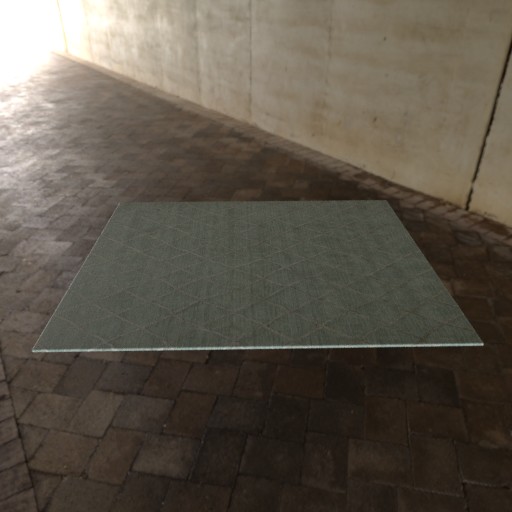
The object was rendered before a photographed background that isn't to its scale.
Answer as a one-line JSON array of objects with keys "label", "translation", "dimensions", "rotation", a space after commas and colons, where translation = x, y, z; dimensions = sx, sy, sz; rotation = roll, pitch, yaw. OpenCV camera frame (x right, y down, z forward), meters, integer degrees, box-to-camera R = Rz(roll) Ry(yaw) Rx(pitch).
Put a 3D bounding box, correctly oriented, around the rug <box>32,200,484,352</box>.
[{"label": "rug", "translation": [0.000, 0.000, 4.017], "dimensions": [3.039, 0.019, 2.420], "rotation": [-1, 31, -1]}]
